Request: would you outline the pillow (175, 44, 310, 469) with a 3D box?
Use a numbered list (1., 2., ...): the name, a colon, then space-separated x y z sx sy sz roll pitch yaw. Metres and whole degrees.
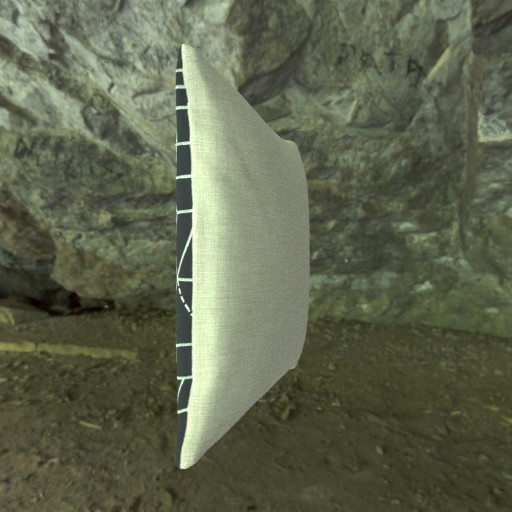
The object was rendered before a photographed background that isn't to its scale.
1. pillow: 0.000 0.000 0.764 0.158 0.508 0.517 0 0 19
